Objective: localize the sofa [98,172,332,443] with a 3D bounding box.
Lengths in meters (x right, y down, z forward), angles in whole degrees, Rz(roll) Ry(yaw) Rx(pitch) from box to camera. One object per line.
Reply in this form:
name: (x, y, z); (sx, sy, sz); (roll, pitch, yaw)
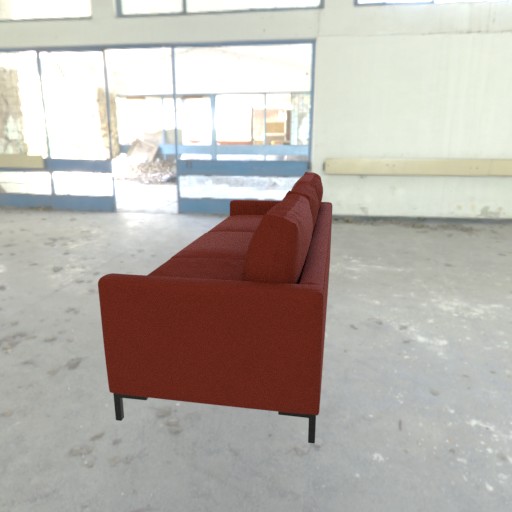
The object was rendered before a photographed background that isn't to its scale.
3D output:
sofa: (0.000, 0.000, 2.696); (0.875, 0.879, 2.252); (3, 15, 10)
